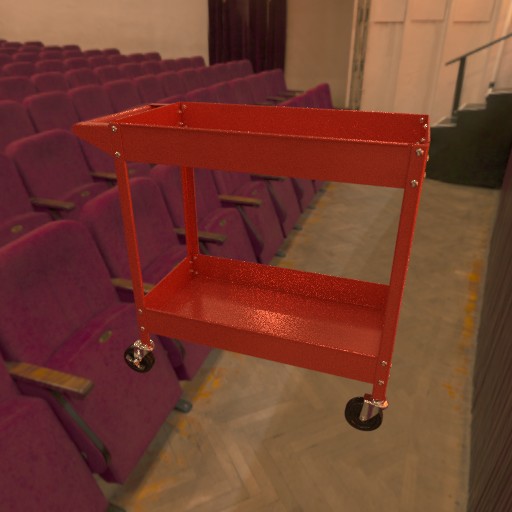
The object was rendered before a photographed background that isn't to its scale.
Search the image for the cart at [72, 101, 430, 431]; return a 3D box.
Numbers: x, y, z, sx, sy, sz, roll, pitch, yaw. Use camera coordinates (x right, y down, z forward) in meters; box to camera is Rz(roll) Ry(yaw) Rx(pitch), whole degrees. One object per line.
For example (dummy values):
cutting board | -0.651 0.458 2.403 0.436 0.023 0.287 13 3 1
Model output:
cart | 0.000 0.000 1.187 0.779 0.719 0.366 9 28 17
